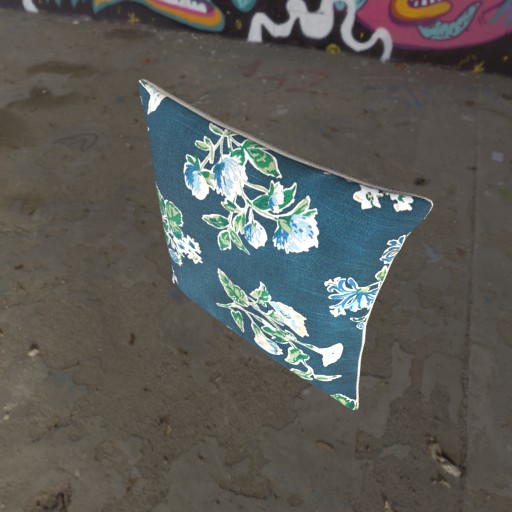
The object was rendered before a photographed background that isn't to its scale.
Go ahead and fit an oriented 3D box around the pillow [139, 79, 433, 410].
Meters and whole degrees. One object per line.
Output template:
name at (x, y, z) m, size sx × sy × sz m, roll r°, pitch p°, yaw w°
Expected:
pillow at (0.000, 0.000, 0.806) m, size 0.525 × 0.508 × 0.166 m, roll 31°, pitch 53°, yaw 27°
